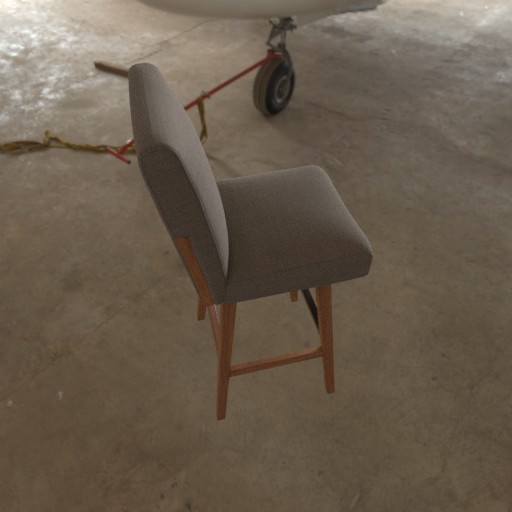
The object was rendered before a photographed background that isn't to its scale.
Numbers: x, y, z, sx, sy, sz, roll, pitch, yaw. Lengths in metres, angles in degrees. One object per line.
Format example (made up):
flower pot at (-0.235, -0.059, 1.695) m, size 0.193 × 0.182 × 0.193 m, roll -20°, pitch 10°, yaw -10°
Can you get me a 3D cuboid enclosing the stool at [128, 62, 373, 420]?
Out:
stool at (0.000, 0.000, 1.393) m, size 0.570 × 1.112 × 0.483 m, roll -10°, pitch 46°, yaw -10°
